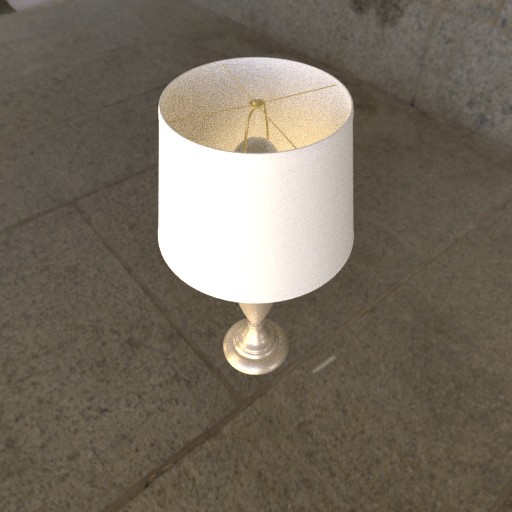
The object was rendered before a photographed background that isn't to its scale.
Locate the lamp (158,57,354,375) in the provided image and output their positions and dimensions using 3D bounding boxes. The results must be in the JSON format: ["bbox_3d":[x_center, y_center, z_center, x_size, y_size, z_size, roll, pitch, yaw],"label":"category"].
[{"bbox_3d":[0.000,0.000,0.808,0.328,0.612,0.328,0,47,0],"label":"lamp"}]
